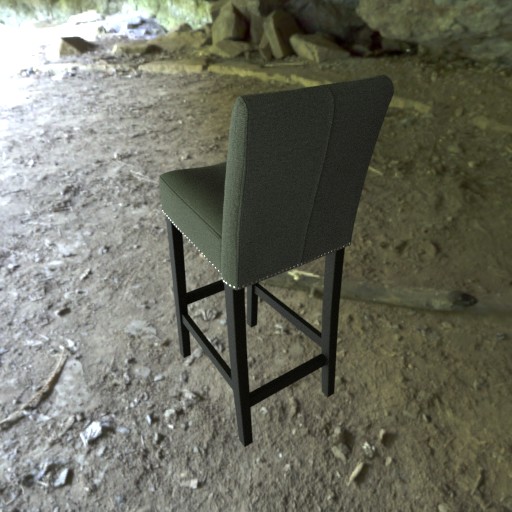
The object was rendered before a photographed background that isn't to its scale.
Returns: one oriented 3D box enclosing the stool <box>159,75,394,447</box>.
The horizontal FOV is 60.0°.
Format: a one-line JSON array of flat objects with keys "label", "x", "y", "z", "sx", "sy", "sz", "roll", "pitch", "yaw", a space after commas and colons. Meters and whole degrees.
[{"label": "stool", "x": 0.000, "y": 0.000, "z": 1.329, "sx": 0.411, "sy": 1.047, "sz": 0.548, "roll": -20, "pitch": 37, "yaw": -29}]
